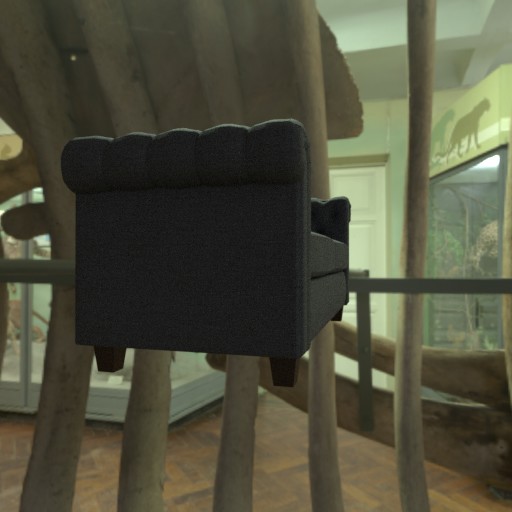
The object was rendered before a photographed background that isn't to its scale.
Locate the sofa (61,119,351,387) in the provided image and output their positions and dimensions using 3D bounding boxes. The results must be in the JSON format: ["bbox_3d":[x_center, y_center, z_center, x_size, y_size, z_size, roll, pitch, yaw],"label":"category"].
[{"bbox_3d":[0.000,0.000,2.146,0.783,0.797,1.798,0,0,16],"label":"sofa"}]
